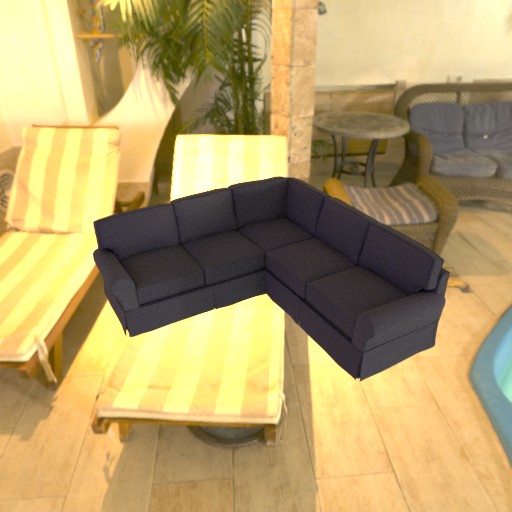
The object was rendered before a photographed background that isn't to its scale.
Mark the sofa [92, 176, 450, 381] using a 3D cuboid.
[{"bbox_3d":[0.000,0.000,5.142,3.773,1.169,2.874,1,29,1],"label":"sofa"}]
